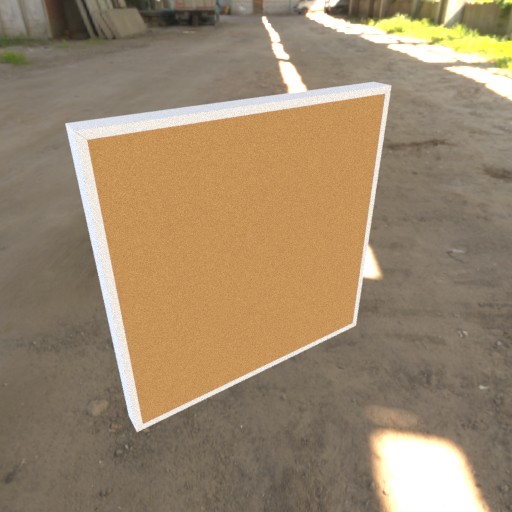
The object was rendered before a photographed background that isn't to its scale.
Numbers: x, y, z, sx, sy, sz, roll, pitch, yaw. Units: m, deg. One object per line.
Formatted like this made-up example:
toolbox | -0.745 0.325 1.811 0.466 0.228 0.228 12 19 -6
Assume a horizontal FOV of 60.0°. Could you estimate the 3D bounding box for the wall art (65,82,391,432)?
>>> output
wall art | 0.000 0.000 0.452 0.304 0.304 0.024 -19 35 -28
